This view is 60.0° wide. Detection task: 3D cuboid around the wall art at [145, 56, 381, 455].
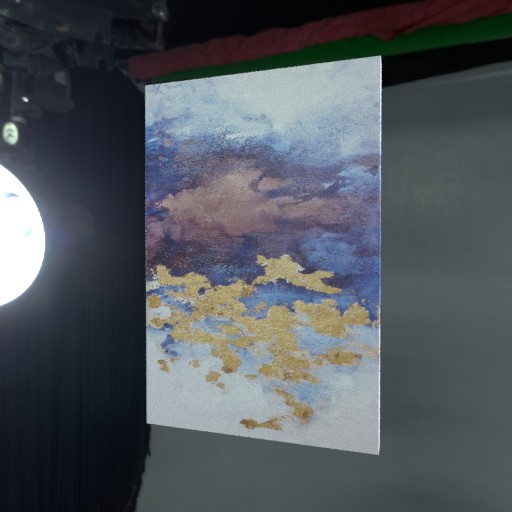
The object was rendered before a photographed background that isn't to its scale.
[{"bbox_3d":[0.000,0.000,1.080,0.583,0.874,0.048,0,1,18],"label":"wall art"}]
